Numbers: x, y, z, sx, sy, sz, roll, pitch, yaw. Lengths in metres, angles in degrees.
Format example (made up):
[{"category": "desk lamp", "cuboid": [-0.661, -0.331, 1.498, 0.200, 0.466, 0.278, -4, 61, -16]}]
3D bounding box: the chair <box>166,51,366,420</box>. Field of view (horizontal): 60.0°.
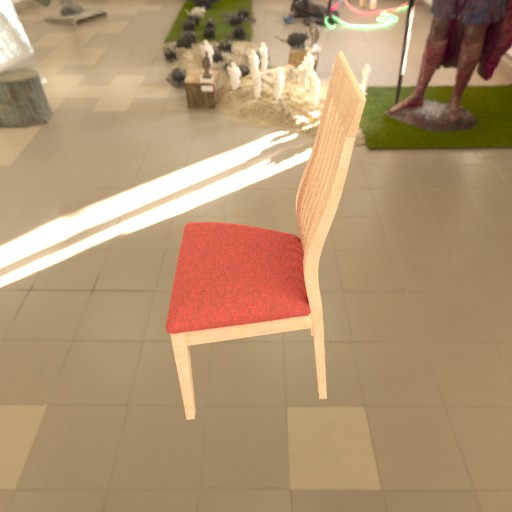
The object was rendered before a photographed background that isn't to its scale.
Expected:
[{"category": "chair", "cuboid": [0.000, 0.000, 1.270, 0.474, 1.027, 0.460, 0, 41, 0]}]
